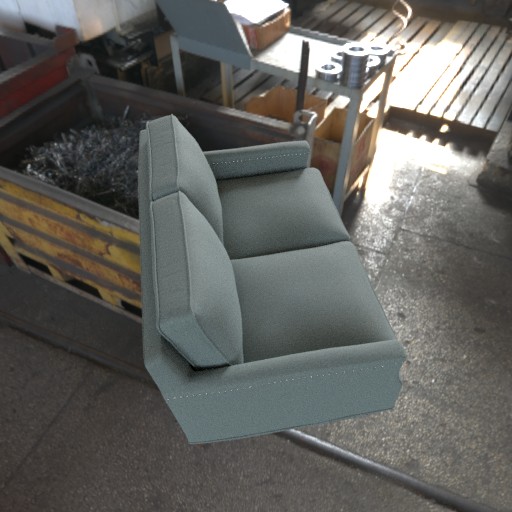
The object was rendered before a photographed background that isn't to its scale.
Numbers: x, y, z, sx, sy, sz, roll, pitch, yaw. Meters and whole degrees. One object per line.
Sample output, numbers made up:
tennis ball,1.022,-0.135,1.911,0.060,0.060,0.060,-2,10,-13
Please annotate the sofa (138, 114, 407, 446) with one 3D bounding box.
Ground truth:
sofa,0.000,0.000,2.333,1.084,1.003,1.597,-8,48,-7
